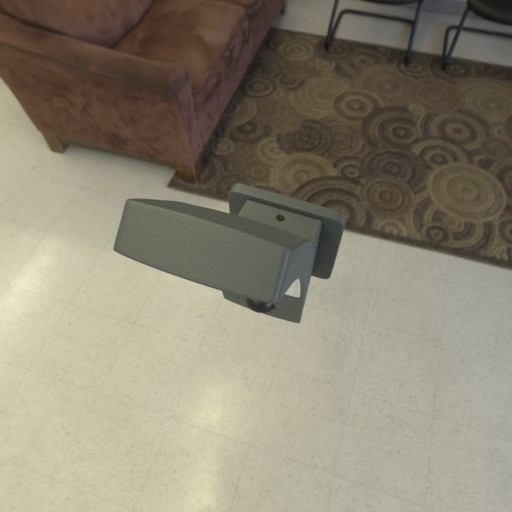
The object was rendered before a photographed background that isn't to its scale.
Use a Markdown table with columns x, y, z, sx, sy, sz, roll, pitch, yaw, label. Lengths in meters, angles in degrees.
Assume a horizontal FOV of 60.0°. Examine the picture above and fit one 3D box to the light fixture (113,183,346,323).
| x | y | z | sx | sy | sz | roll | pitch | yaw | label |
| --- | --- | --- | --- | --- | --- | --- | --- | --- | --- |
| 0.000 | 0.000 | 0.331 | 0.108 | 0.243 | 0.174 | 17 | 58 | 11 | light fixture |
